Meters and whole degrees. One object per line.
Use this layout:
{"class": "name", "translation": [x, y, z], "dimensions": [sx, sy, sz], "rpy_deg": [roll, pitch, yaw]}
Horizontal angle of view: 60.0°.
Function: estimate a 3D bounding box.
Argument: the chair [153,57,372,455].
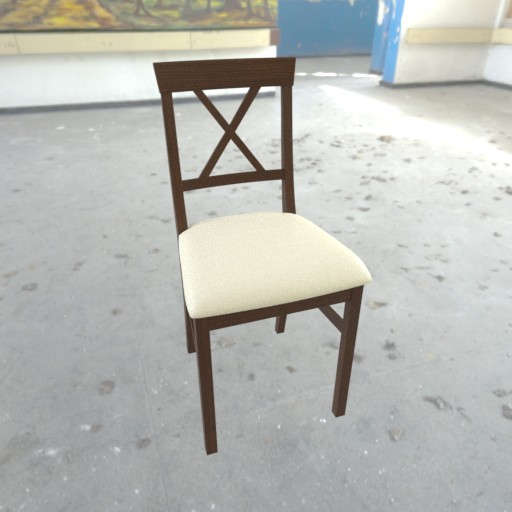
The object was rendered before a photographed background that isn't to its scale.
{"class": "chair", "translation": [0.000, 0.000, 1.173], "dimensions": [0.440, 0.913, 0.480], "rpy_deg": [-10, 32, -16]}
